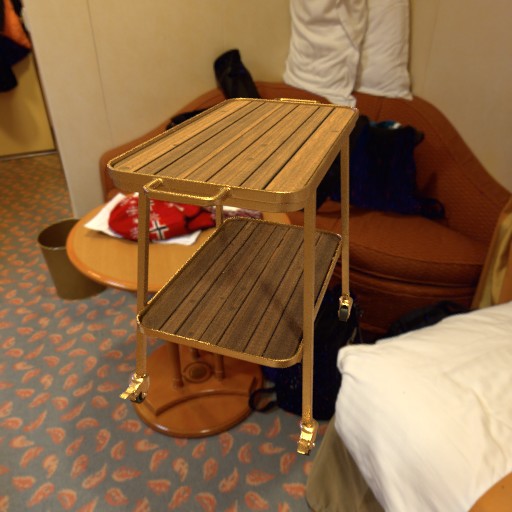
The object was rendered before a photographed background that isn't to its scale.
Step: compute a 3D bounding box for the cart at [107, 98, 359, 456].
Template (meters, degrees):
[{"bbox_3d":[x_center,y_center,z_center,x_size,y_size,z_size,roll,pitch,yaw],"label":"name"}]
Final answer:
[{"bbox_3d":[0.000,0.000,1.245,0.524,0.700,0.806,10,32,17],"label":"cart"}]
